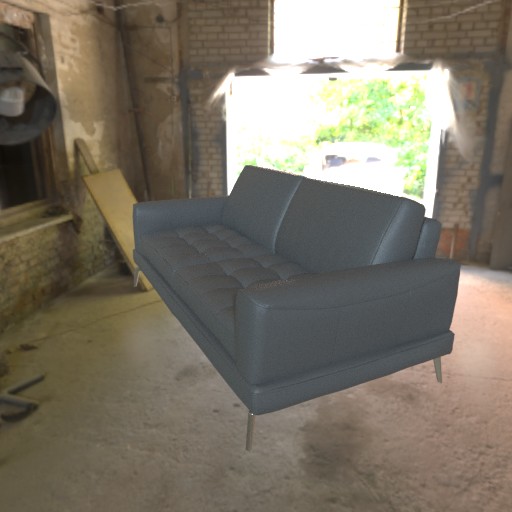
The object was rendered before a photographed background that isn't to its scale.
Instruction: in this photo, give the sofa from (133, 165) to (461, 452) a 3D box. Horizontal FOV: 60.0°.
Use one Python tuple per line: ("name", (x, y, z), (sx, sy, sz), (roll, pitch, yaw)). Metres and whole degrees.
("sofa", (0.000, 0.000, 2.709), (1.121, 0.930, 2.177), (-8, 19, -25))
